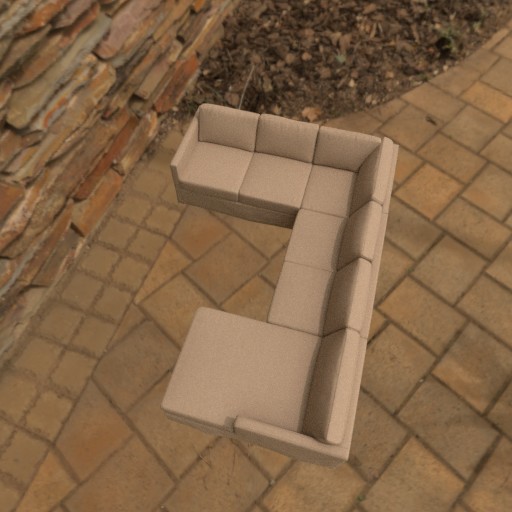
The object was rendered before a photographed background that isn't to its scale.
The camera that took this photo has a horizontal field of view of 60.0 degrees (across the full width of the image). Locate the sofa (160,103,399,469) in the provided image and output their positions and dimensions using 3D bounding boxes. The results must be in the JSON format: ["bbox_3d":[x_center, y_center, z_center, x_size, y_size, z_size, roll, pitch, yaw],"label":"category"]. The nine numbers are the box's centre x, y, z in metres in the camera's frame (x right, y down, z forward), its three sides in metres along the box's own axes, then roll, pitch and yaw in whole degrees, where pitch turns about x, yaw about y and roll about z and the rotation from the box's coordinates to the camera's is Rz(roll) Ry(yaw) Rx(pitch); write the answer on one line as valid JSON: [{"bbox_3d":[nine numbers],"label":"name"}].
[{"bbox_3d":[0.000,0.000,4.590,2.427,0.882,3.460,14,60,8],"label":"sofa"}]
